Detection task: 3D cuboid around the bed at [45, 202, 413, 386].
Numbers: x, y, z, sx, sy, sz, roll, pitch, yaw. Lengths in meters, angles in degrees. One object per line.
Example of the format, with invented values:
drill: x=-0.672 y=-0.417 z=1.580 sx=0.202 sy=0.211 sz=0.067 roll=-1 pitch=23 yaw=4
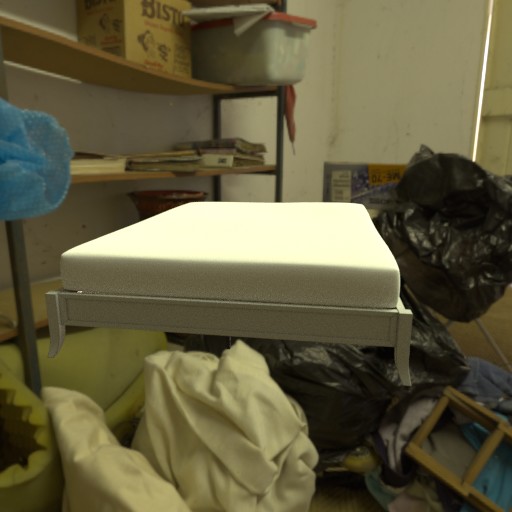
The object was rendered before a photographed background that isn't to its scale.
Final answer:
bed: x=0.000 y=0.000 z=2.859 sx=1.604 sy=0.510 sz=2.108 roll=2 pitch=14 yaw=9
